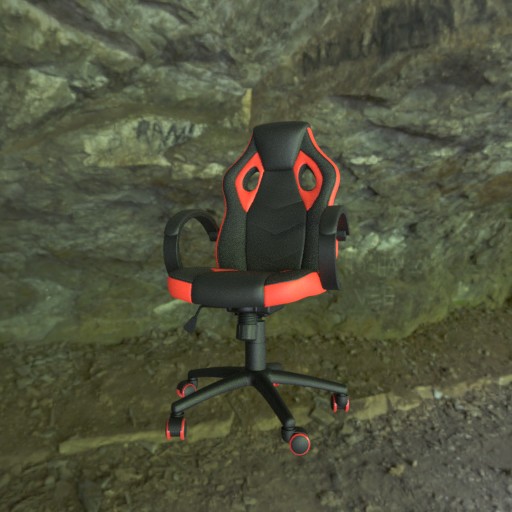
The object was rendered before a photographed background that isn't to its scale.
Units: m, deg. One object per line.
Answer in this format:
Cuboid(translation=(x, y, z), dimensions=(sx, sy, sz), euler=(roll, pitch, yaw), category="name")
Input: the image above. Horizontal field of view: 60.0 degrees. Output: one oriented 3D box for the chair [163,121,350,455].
Cuboid(translation=(0.000, 0.000, 1.462), dimensions=(0.600, 1.016, 0.642), euler=(0, 1, 18), category="chair")
